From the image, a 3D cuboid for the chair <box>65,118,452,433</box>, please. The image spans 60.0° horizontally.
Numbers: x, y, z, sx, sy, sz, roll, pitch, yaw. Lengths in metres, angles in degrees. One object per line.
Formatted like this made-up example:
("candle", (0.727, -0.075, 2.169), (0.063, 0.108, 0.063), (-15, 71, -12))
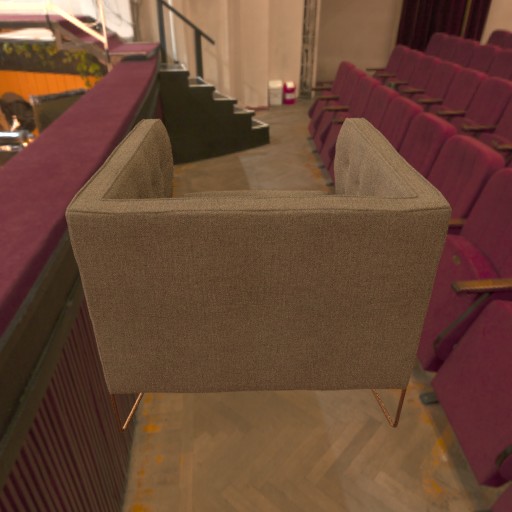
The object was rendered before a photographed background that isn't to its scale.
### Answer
("chair", (0.000, 0.000, 1.590), (0.920, 0.799, 0.912), (-1, 31, -1))
